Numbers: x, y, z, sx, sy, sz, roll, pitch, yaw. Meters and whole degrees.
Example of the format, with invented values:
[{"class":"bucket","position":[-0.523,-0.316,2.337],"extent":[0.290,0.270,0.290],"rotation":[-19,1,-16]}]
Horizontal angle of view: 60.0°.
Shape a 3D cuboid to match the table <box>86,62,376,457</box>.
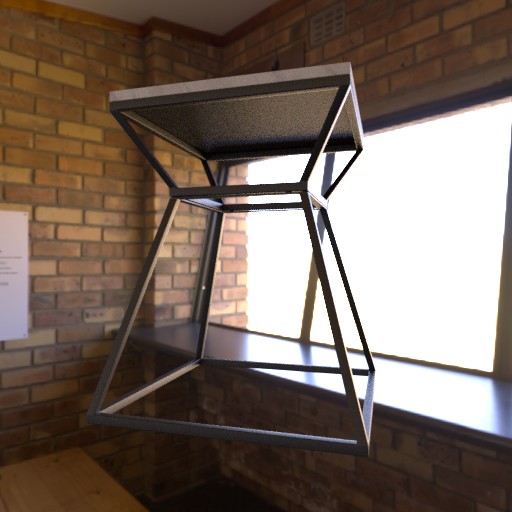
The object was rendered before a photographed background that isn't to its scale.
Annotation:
[{"class":"table","position":[0.000,0.000,0.892],"extent":[0.455,0.559,0.455],"rotation":[0,-1,16]}]
